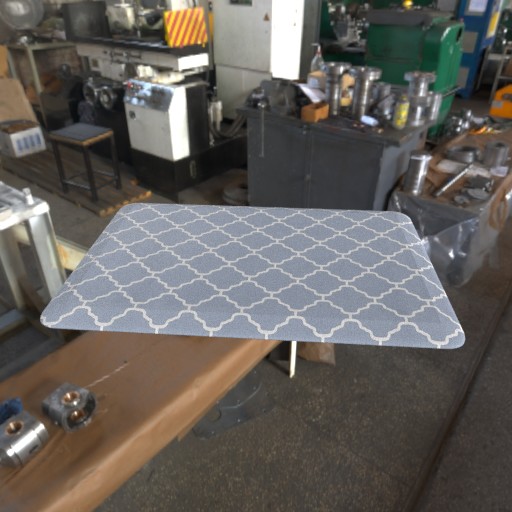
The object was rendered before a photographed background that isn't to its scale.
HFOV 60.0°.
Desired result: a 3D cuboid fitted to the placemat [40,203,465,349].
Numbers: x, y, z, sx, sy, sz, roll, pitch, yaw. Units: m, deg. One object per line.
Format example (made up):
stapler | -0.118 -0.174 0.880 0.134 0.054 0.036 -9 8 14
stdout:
placemat | 0.000 0.000 0.976 0.762 0.021 0.508 2 32 4
